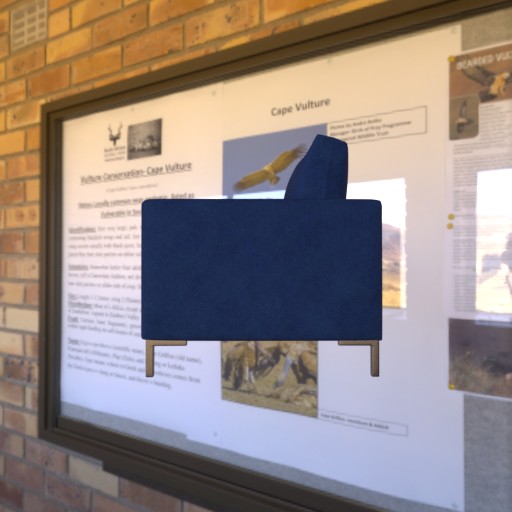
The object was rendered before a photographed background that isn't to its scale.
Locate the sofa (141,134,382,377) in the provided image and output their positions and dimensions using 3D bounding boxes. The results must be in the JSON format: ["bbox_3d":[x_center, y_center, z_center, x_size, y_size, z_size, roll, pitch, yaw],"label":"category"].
[{"bbox_3d":[0.000,0.000,2.649,0.875,0.879,2.252,0,-1,0],"label":"sofa"}]
